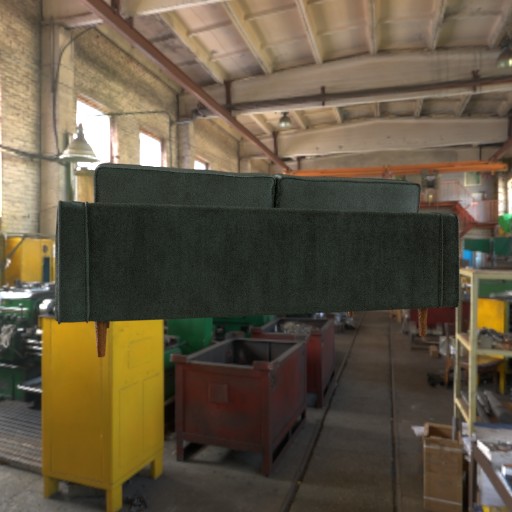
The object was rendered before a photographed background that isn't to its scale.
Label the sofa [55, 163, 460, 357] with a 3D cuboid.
[{"bbox_3d":[0.000,0.000,2.283,1.816,0.781,0.886,0,0,-17],"label":"sofa"}]
